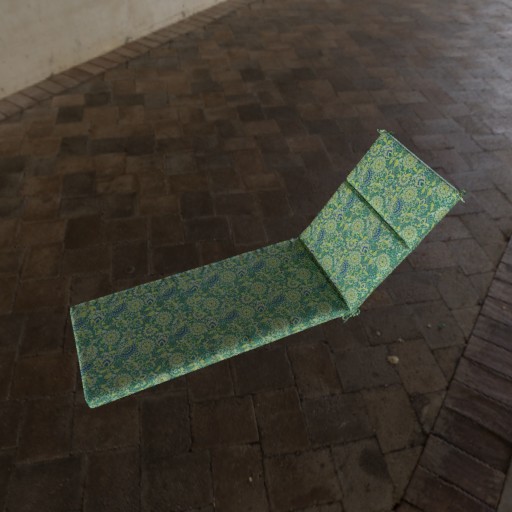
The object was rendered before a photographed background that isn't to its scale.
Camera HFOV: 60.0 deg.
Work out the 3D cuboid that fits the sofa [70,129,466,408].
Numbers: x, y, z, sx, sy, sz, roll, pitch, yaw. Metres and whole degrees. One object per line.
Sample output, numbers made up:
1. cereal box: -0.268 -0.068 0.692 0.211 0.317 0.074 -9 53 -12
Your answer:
1. sofa: 0.000 0.000 1.938 1.663 0.622 0.582 -17 48 -16
